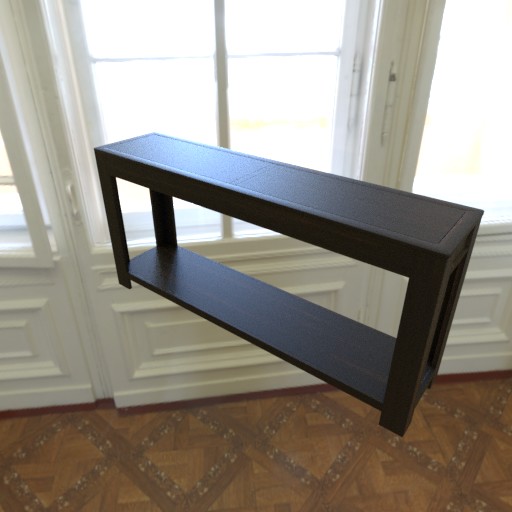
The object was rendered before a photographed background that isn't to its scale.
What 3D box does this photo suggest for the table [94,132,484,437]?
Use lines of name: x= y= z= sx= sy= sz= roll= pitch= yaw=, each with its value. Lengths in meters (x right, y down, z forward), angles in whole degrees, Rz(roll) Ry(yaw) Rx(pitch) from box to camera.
table: x=0.000 y=0.000 z=1.962 sx=1.631 sy=0.762 sz=0.384 roll=21 pitch=36 yaw=32
